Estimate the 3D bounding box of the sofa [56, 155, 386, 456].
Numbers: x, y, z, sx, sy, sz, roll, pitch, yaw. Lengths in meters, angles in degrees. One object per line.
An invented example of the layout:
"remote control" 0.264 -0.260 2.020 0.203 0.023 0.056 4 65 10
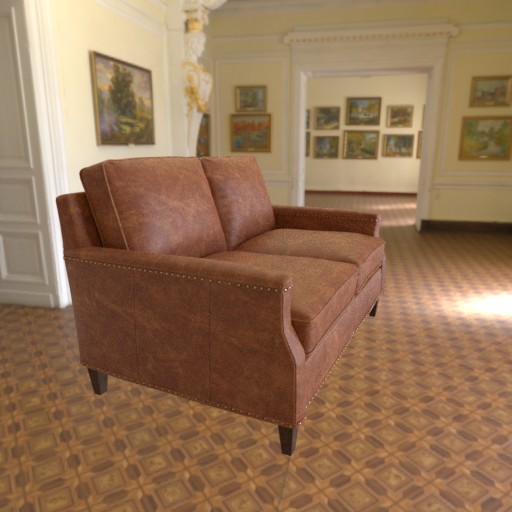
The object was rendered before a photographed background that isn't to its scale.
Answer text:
"sofa" 0.000 0.000 2.275 1.084 1.003 1.597 7 16 25
